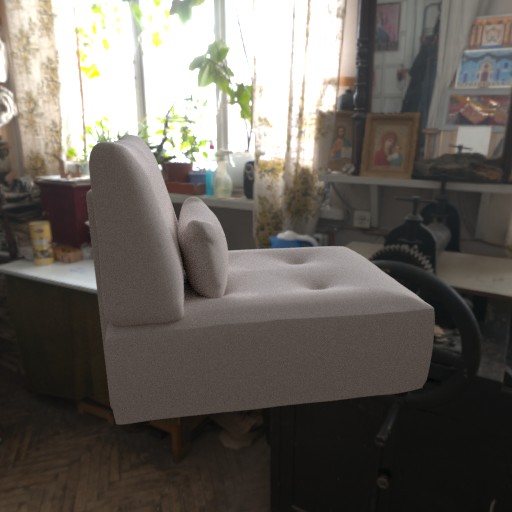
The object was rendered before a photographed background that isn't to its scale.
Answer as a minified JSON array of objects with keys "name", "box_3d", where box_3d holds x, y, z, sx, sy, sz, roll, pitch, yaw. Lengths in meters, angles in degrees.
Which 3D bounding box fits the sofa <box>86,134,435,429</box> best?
[{"name":"sofa","box_3d":[0.000,0.000,1.569,1.000,0.820,0.700,-3,17,-10]}]
